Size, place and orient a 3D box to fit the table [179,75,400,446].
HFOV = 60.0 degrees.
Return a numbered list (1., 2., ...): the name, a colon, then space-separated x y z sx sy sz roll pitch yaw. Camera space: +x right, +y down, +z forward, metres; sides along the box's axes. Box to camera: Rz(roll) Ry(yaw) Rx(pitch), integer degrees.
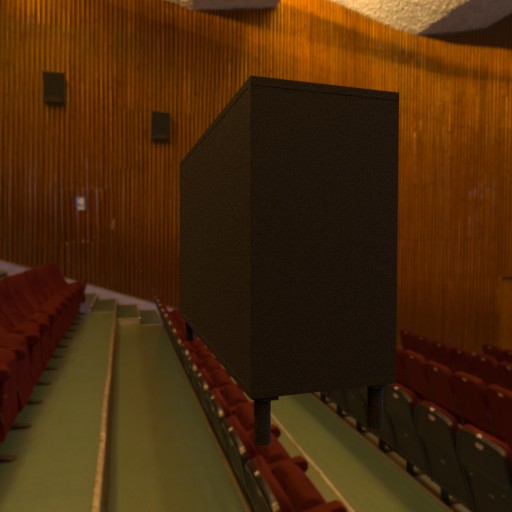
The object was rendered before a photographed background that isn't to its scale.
1. table: 0.000 0.000 1.638 0.400 0.855 1.200 -1 2 -17
